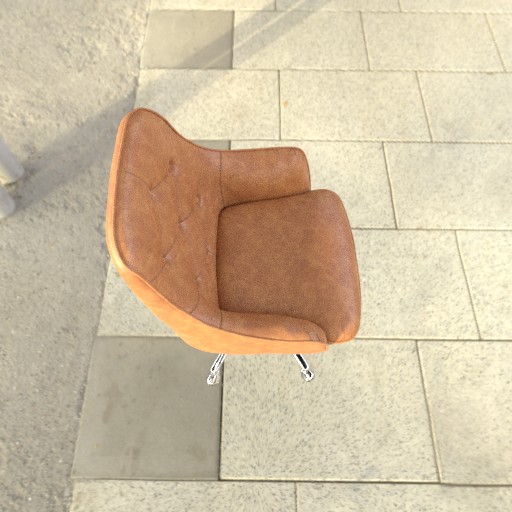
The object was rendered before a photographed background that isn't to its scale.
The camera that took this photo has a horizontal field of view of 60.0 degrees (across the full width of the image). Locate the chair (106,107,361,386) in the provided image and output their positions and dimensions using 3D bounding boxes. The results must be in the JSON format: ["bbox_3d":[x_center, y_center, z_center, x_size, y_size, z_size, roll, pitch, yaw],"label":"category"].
[{"bbox_3d":[0.000,0.000,1.329,0.615,0.909,0.628,-2,63,-1],"label":"chair"}]
